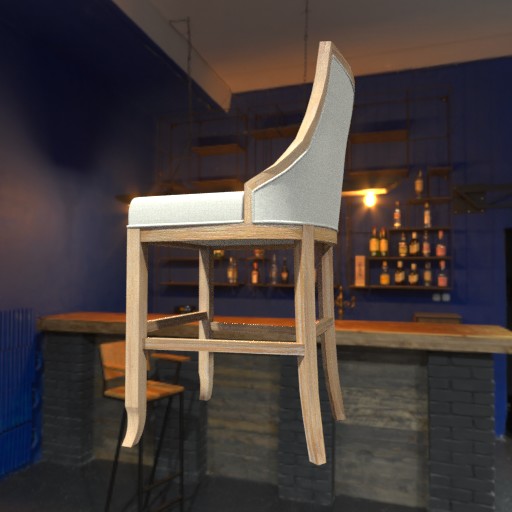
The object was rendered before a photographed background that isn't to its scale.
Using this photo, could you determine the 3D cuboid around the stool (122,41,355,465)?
[{"bbox_3d":[0.000,0.000,1.427,0.626,1.101,0.524,-1,-2,19],"label":"stool"}]
